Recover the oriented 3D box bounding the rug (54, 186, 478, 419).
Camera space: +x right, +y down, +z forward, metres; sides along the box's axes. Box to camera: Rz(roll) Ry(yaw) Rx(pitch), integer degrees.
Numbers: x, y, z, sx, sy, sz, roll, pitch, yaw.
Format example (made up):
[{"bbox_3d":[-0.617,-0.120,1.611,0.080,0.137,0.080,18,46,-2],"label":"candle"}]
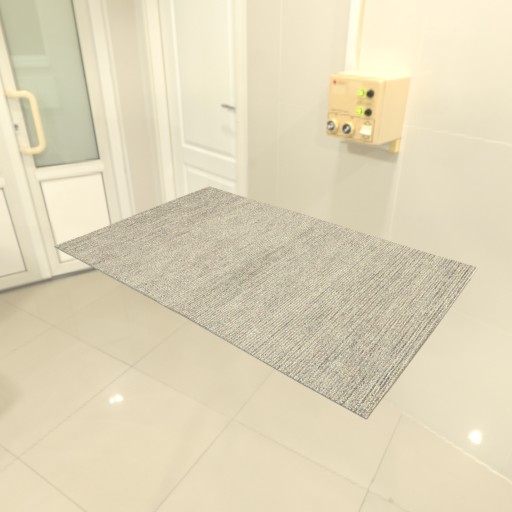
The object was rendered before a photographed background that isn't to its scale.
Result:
[{"bbox_3d":[0.000,0.000,2.219,1.804,0.022,1.162,21,35,34],"label":"rug"}]
